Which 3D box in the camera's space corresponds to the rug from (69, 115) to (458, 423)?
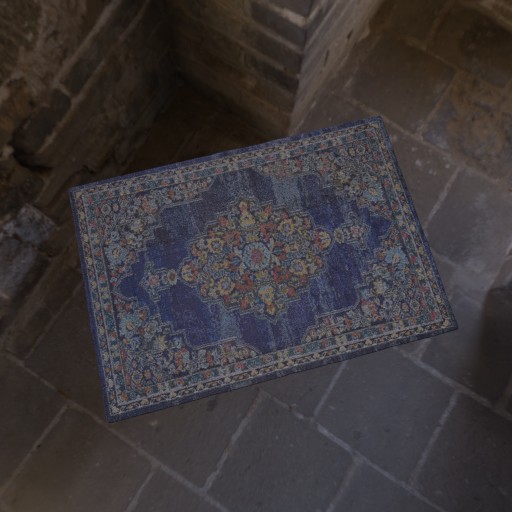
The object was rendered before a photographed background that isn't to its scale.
[{"bbox_3d":[0.000,0.000,3.805,2.940,0.011,2.053,-14,76,-4],"label":"rug"}]
